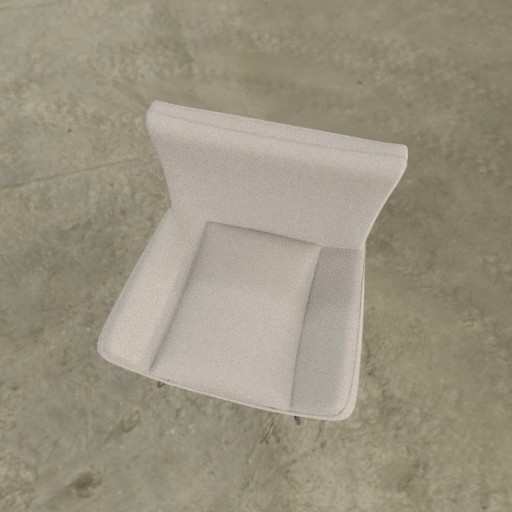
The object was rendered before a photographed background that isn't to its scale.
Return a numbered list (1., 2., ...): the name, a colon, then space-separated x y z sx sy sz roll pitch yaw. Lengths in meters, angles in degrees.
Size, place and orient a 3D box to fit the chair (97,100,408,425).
1. chair: 0.000 0.000 1.639 0.859 0.855 1.008 12 61 7
